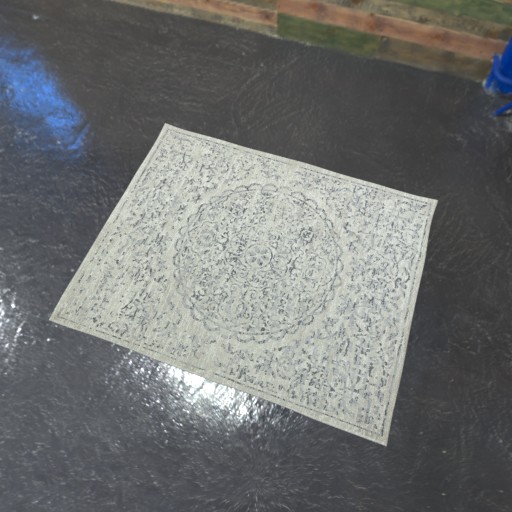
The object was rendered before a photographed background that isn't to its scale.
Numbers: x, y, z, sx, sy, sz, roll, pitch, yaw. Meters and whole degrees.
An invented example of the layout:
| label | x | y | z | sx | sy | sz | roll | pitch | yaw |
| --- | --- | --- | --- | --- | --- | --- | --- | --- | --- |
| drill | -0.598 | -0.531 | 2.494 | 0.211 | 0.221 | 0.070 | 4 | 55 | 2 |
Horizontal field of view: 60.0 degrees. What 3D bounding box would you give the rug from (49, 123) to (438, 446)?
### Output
| label | x | y | z | sx | sy | sz | roll | pitch | yaw |
| --- | --- | --- | --- | --- | --- | --- | --- | --- | --- |
| rug | 0.000 | 0.000 | 4.036 | 2.925 | 0.026 | 2.343 | 18 | 64 | 9 |
